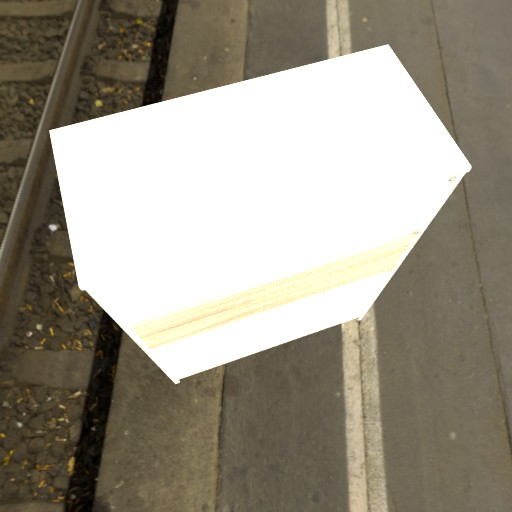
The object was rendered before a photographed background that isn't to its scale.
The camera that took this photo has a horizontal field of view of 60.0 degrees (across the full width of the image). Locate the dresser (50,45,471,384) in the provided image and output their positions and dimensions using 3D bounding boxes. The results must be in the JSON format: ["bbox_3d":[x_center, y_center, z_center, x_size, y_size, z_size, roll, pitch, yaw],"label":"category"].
[{"bbox_3d":[0.000,0.000,1.393,0.800,1.040,0.380,-17,66,-8],"label":"dresser"}]
